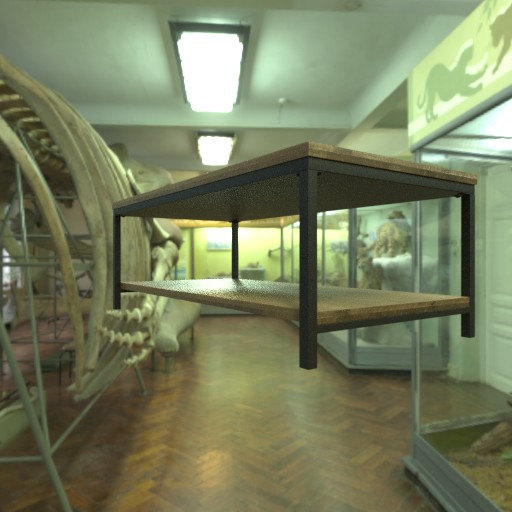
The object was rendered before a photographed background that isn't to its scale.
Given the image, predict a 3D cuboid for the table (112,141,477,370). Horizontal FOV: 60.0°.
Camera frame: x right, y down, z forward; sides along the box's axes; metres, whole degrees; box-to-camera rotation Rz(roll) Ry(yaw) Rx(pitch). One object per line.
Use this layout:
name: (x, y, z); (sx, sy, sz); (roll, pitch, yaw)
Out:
table: (0.000, 0.000, 1.376); (0.551, 0.399, 1.100); (0, 0, -35)
